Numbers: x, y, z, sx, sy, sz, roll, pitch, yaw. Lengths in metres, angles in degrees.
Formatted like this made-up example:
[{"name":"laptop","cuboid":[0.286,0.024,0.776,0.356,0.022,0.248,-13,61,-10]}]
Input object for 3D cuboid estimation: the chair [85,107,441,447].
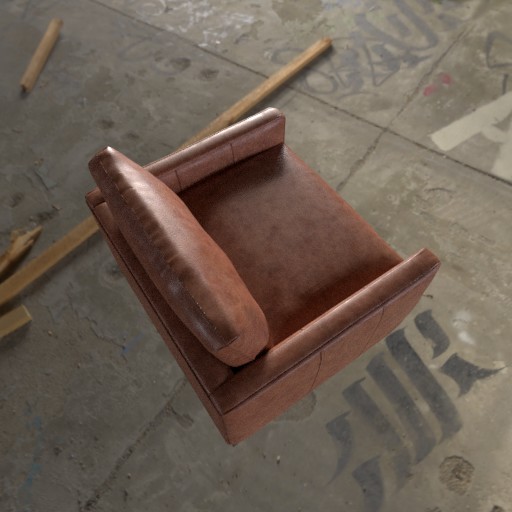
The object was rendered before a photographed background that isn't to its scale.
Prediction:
[{"name":"chair","cuboid":[0.000,0.000,1.660,0.862,0.869,0.967,-30,63,-18]}]
